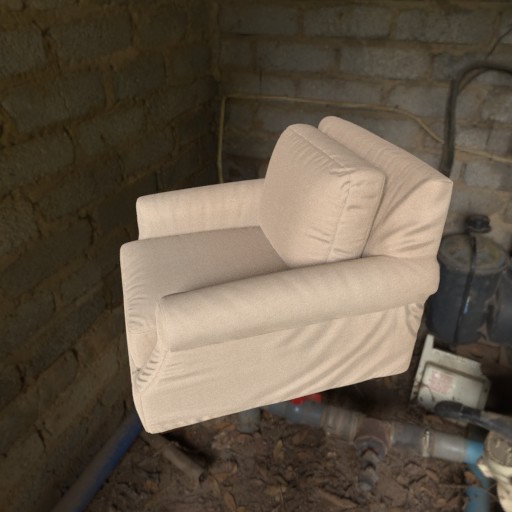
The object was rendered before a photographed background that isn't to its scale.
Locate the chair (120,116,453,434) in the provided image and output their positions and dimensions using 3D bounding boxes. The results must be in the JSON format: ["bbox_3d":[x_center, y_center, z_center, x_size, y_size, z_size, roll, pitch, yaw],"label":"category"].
[{"bbox_3d":[0.000,0.000,1.743,1.066,0.866,0.940,-9,33,-15],"label":"chair"}]
